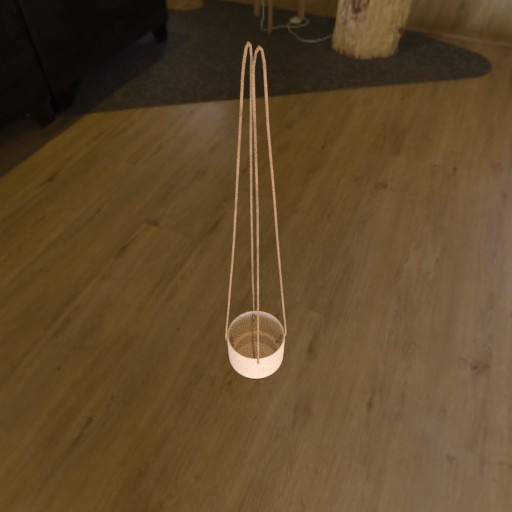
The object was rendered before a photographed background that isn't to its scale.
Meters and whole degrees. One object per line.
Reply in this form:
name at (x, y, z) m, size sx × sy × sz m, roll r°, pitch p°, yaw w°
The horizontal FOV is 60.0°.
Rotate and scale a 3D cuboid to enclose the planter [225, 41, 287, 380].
planter at (0.000, 0.000, 0.908) m, size 0.146 × 0.841 × 0.146 m, roll 32°, pitch 55°, yaw 26°
